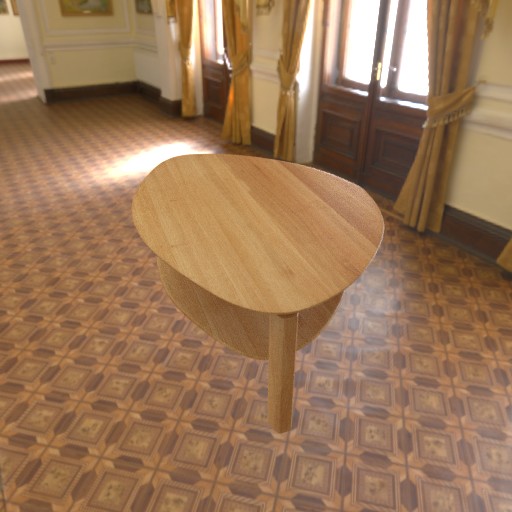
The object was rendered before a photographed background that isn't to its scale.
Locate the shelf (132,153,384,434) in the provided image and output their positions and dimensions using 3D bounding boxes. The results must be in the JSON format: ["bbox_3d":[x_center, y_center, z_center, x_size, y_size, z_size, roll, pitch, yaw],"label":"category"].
[{"bbox_3d":[0.000,0.000,1.668,0.845,0.440,1.246,-10,32,-16],"label":"shelf"}]
